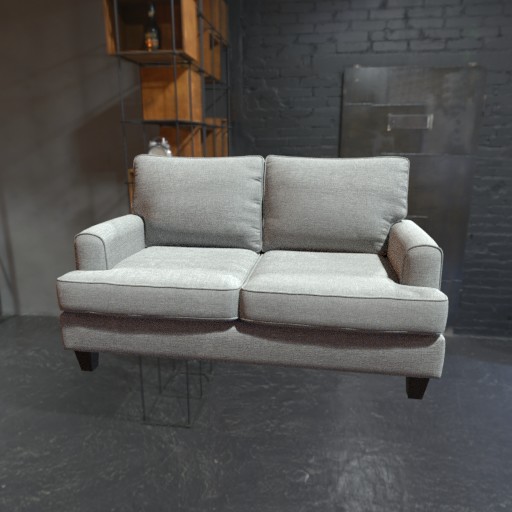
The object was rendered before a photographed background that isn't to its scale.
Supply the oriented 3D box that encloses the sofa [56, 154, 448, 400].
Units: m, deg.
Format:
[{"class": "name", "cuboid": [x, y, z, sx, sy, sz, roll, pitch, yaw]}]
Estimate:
[{"class": "sofa", "cuboid": [0.000, 0.000, 2.209, 1.651, 0.965, 0.965, 2, 15, 9]}]
